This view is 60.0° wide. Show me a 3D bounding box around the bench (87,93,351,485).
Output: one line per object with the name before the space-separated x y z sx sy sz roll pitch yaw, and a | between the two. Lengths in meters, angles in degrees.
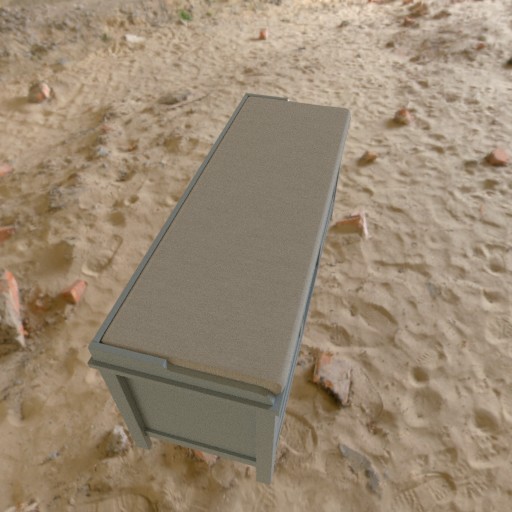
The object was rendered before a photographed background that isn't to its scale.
bench | 0.000 0.000 1.387 0.398 0.501 1.140 11 47 10
